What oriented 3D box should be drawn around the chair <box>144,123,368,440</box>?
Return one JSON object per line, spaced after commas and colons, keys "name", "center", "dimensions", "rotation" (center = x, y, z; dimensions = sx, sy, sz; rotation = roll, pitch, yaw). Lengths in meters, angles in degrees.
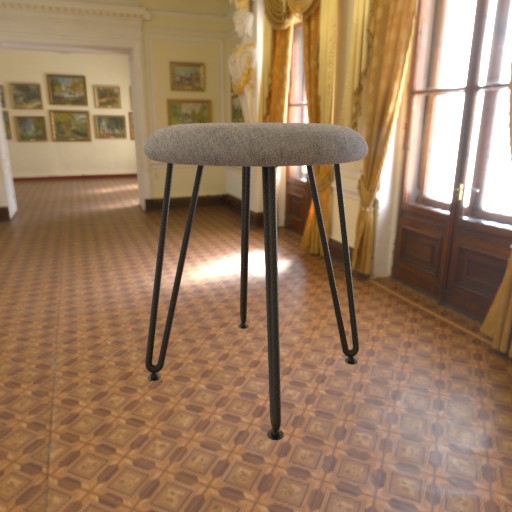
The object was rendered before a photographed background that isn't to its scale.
{"name": "chair", "center": [0.000, 0.000, 0.671], "dimensions": [0.350, 0.386, 0.350], "rotation": [-3, 17, -8]}
